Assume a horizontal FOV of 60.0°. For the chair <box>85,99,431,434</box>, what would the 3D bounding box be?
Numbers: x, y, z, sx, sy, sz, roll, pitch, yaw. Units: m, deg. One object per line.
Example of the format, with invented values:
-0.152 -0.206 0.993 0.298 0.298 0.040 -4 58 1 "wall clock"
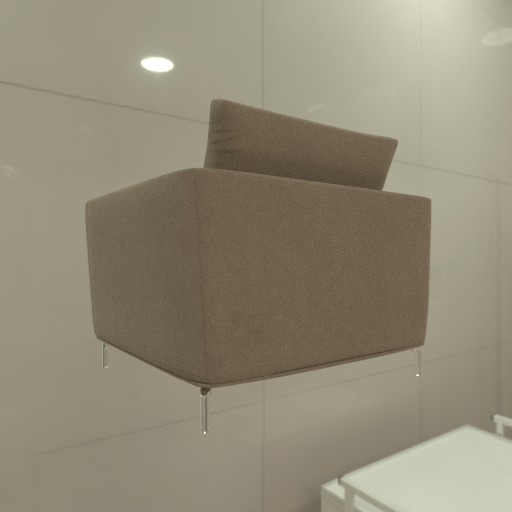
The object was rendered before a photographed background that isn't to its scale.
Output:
0.000 0.000 1.658 1.041 0.864 0.889 0 0 -36 "chair"
